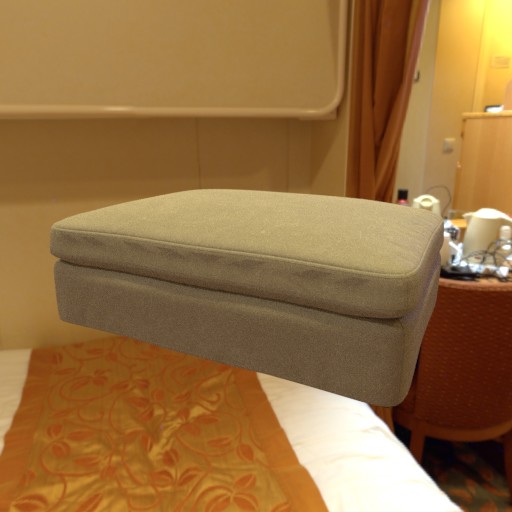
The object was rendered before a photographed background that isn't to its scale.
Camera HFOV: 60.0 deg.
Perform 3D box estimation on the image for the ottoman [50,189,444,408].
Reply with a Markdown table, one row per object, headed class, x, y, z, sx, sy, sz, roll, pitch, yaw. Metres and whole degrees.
| class | x | y | z | sx | sy | sz | roll | pitch | yaw |
| --- | --- | --- | --- | --- | --- | --- | --- | --- | --- |
| ottoman | 0.000 | 0.000 | 1.599 | 1.199 | 0.429 | 0.840 | 8 | 18 | 26 |
